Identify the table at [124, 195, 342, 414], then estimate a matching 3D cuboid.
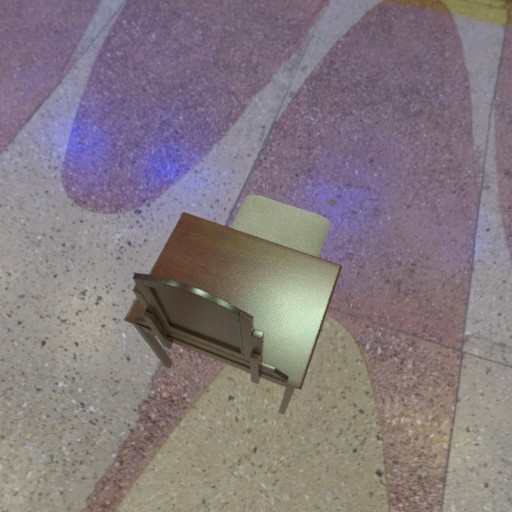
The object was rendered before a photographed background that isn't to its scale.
[{"bbox_3d":[0.000,0.000,2.331,0.876,1.631,1.211,19,64,10],"label":"table"}]
